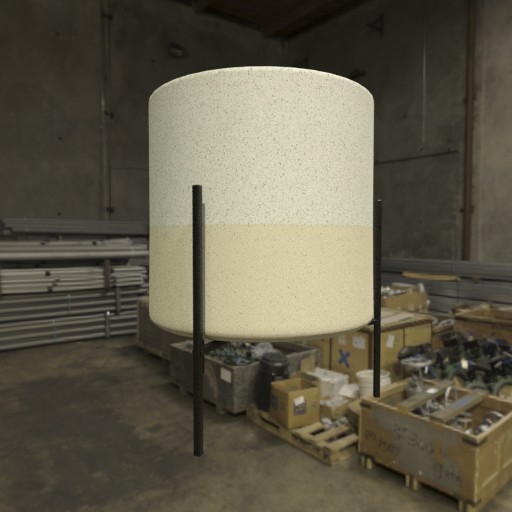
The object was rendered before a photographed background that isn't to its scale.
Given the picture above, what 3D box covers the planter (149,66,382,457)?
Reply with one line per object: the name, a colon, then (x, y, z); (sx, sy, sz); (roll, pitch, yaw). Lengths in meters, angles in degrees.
planter: (0.000, 0.000, 0.645); (0.313, 0.423, 0.335); (-2, 3, -37)
